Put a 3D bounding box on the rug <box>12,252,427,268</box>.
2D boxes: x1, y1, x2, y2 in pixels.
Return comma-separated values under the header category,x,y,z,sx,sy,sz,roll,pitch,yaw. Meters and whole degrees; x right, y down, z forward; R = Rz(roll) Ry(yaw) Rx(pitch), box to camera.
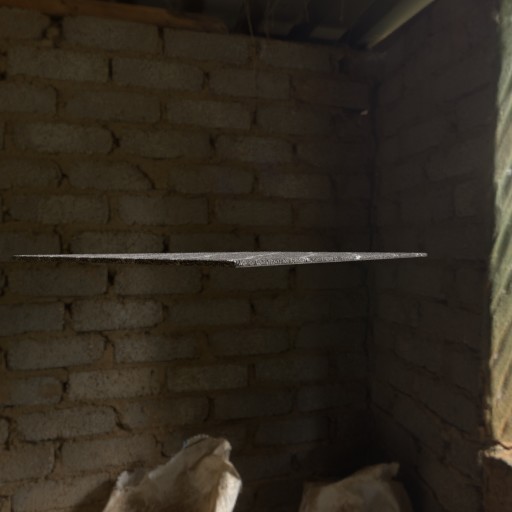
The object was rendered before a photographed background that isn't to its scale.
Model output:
category,x,y,z,sx,sy,sz,roll,pitch,yaw
rug,0.000,0.000,3.337,1.778,0.030,2.743,1,1,36
